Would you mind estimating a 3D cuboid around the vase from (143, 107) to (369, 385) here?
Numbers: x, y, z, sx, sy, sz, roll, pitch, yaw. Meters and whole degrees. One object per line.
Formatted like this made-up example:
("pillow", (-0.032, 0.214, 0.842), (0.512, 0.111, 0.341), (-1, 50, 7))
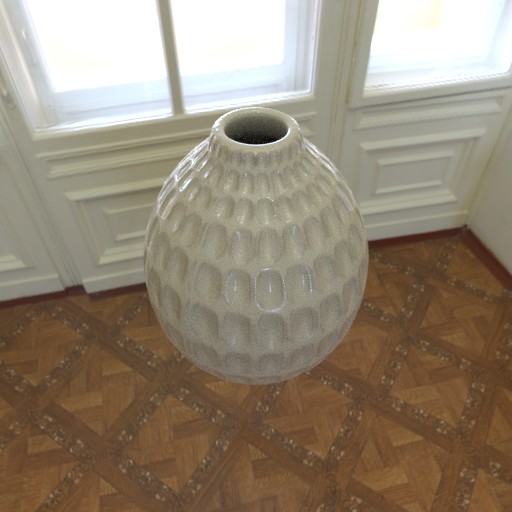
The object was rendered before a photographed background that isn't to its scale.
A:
("vase", (0.000, 0.000, 0.257), (0.128, 0.167, 0.128), (0, 46, 0))
